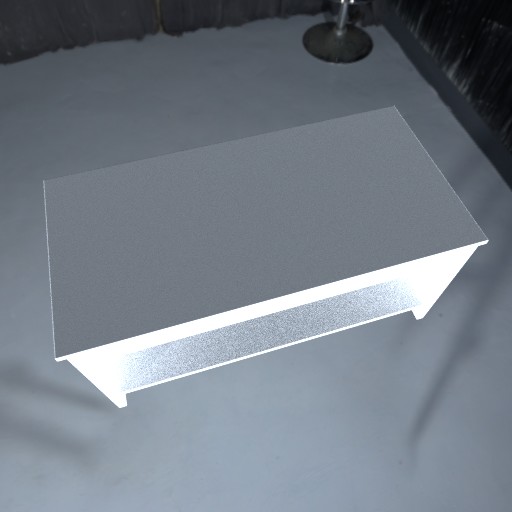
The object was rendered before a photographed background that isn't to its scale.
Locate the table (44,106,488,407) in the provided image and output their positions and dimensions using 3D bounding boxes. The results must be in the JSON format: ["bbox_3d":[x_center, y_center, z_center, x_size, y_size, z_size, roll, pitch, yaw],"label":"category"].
[{"bbox_3d":[0.000,0.000,1.286,1.000,0.441,0.500,-14,59,-9],"label":"table"}]
